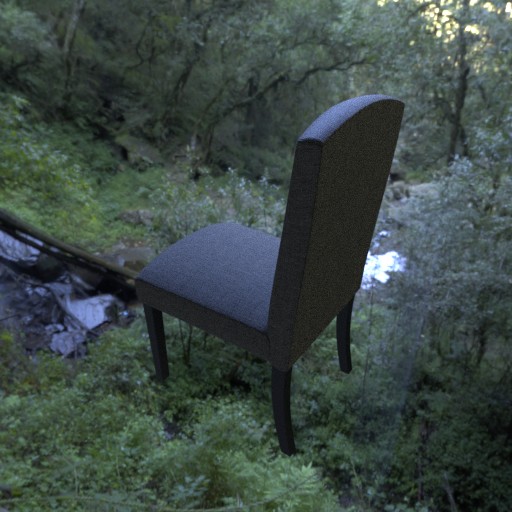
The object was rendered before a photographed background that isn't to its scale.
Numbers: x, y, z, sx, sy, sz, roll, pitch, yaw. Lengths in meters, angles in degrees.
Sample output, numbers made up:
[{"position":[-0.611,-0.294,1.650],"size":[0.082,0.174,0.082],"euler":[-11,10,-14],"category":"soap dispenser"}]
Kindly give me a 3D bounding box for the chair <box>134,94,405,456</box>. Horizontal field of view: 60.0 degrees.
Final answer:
[{"position":[0.000,0.000,1.263],"size":[0.580,0.917,0.451],"euler":[19,35,30],"category":"chair"}]
